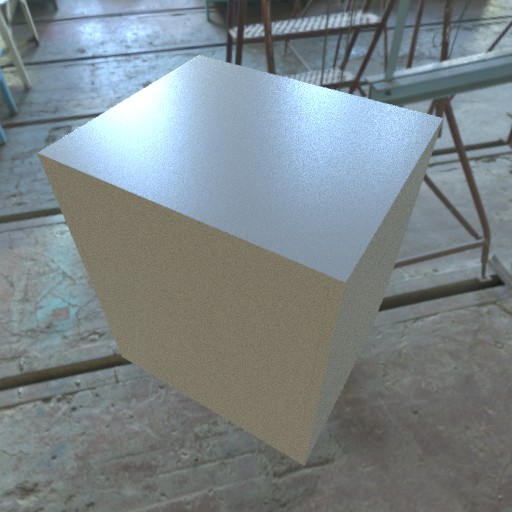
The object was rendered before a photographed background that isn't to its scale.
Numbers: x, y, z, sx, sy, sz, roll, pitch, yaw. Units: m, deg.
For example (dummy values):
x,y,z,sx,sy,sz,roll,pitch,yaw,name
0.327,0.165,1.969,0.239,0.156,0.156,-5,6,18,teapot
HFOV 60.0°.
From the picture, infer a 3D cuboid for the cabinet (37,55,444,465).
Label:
x,y,z,sx,sy,sz,roll,pitch,yaw,name
0.000,0.000,0.741,0.400,0.470,0.360,23,51,21,cabinet
